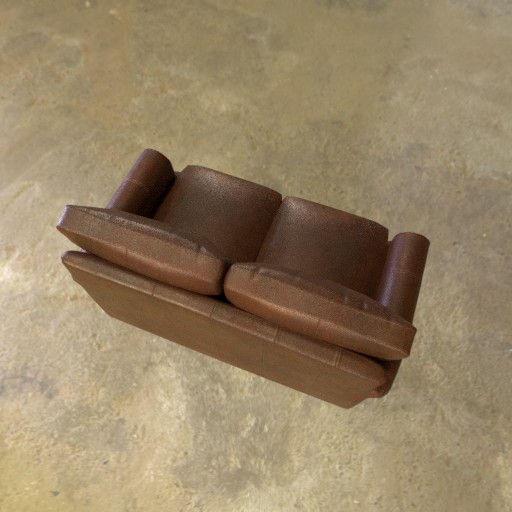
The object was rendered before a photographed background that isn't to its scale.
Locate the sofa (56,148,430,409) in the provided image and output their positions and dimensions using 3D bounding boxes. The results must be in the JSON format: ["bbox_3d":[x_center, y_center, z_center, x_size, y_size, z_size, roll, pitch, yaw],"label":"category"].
[{"bbox_3d":[0.000,0.000,2.274,1.616,0.976,0.990,19,65,9],"label":"sofa"}]
